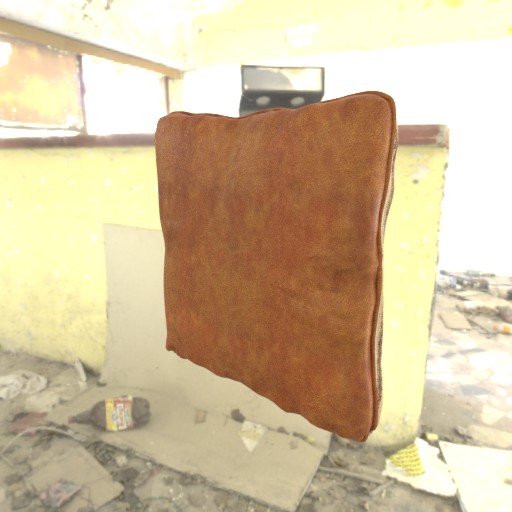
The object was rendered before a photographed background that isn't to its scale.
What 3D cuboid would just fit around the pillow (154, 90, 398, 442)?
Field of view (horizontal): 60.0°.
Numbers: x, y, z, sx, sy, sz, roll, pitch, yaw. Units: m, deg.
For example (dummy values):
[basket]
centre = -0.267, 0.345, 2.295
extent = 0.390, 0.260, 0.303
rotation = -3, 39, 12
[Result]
[pillow]
centre = 0.000, 0.000, 0.747
extent = 0.489, 0.490, 0.130
rotation = 12, 18, 43
